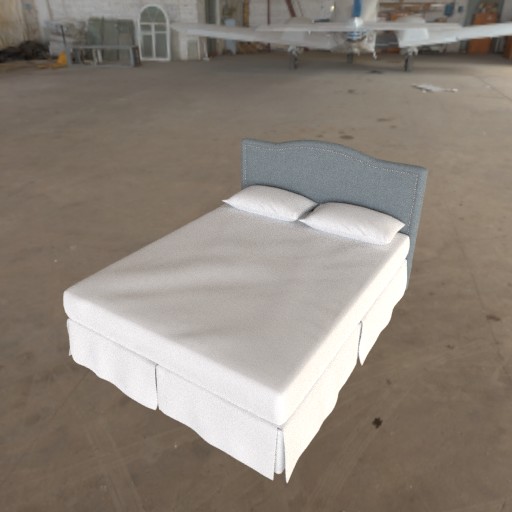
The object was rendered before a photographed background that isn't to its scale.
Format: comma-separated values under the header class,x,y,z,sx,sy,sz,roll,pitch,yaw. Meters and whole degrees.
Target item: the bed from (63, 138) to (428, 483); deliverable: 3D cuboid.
class,x,y,z,sx,sy,sz,roll,pitch,yaw
bed,0.000,0.000,3.902,2.161,1.457,2.689,17,33,29
